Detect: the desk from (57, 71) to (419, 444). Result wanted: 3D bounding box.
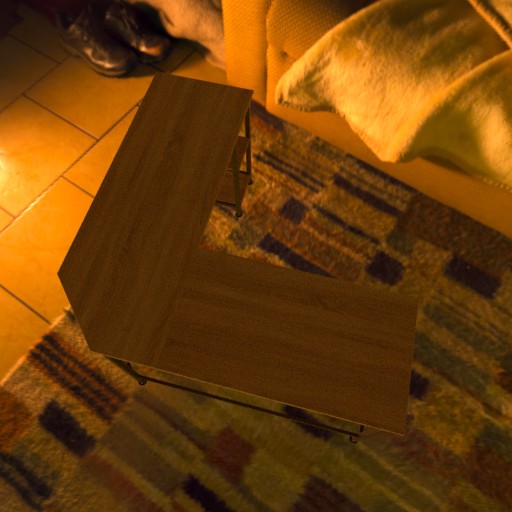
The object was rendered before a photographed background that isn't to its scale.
[{"bbox_3d":[0.000,0.000,2.173,1.379,0.739,1.379,13,65,6],"label":"desk"}]
